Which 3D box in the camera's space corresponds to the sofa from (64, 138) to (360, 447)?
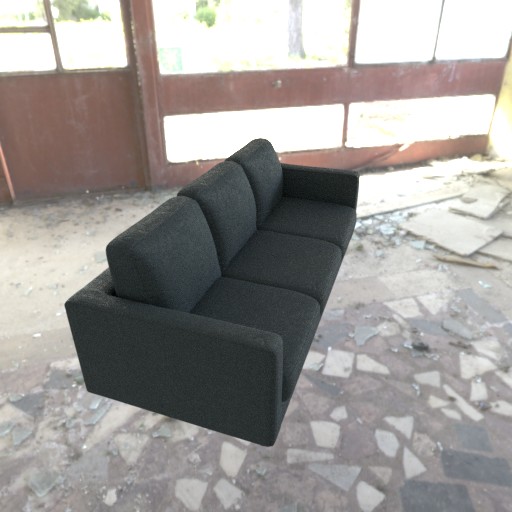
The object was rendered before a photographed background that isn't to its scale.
[{"bbox_3d":[0.000,0.000,2.588,0.935,0.945,2.013,10,31,17],"label":"sofa"}]
